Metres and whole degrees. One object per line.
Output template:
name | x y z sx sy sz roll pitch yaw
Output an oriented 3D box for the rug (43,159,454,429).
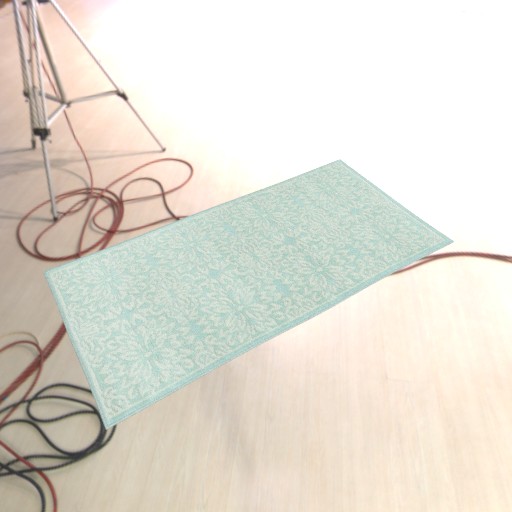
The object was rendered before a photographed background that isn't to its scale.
rug | 0.000 0.000 1.456 1.219 0.007 0.604 -24 50 -22
